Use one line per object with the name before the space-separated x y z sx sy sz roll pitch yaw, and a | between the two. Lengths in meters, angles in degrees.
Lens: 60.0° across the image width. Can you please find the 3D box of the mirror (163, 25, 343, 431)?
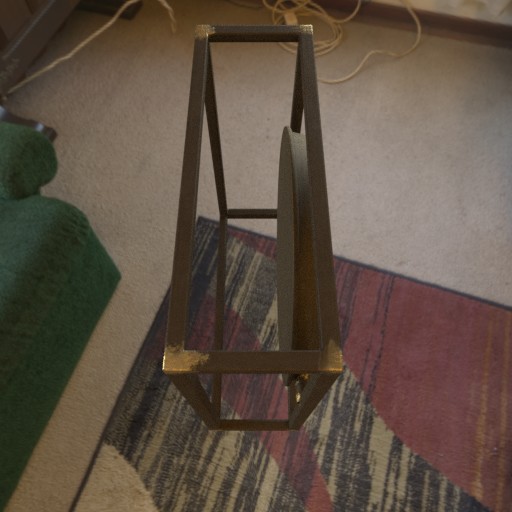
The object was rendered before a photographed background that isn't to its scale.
mirror | 0.000 0.000 0.458 0.107 0.303 0.306 0 62 0
